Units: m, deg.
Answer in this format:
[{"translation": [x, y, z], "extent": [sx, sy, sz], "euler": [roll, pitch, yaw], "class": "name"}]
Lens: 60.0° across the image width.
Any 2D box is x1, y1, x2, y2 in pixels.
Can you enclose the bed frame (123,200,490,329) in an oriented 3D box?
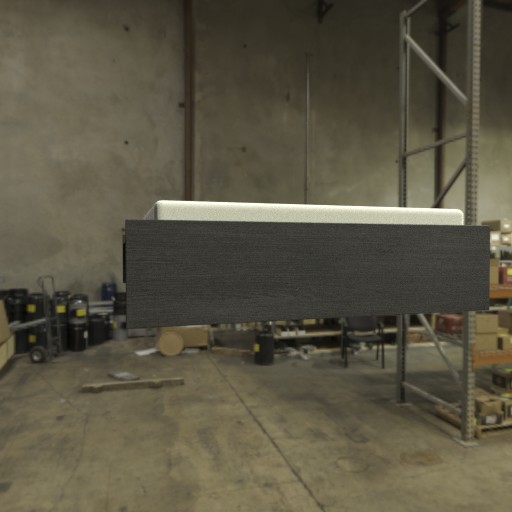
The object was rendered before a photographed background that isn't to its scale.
[{"translation": [0.000, 0.000, 2.603], "extent": [1.490, 0.432, 1.950], "euler": [0, 1, -17], "class": "bed frame"}]
